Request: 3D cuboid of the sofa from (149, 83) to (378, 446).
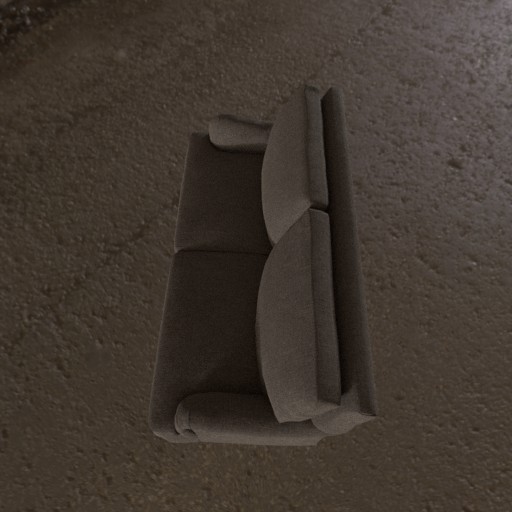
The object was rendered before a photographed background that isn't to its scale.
[{"bbox_3d":[0.000,0.000,2.782,1.087,1.054,2.160,1,59,1],"label":"sofa"}]
